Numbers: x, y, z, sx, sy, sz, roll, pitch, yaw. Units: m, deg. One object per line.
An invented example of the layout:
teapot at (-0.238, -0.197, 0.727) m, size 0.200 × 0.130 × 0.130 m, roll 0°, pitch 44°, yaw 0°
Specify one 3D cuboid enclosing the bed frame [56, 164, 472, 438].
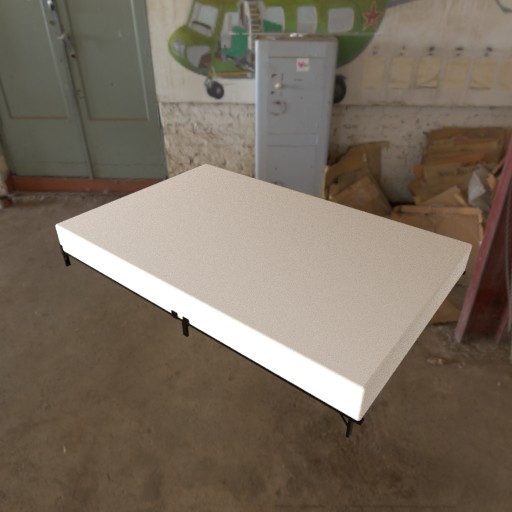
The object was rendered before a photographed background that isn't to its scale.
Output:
bed frame at (0.000, 0.000, 3.847) m, size 2.987 × 0.440 × 1.930 m, roll 23°, pitch 39°, yaw 32°
